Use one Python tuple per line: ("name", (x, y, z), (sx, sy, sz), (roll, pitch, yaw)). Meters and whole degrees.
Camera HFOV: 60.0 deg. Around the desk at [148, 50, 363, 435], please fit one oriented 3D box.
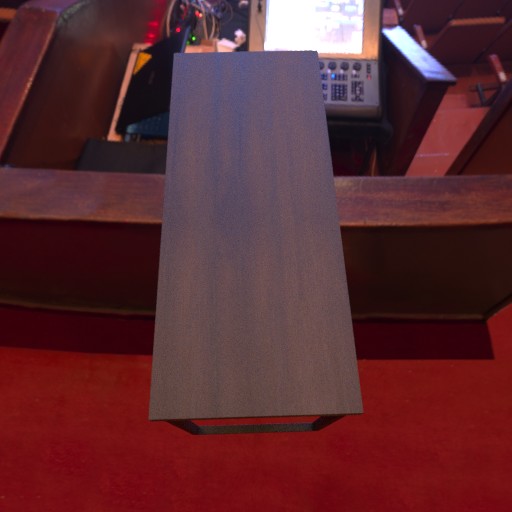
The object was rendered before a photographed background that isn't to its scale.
("desk", (0.000, 0.000, 1.555), (0.511, 0.752, 1.134), (-2, 65, -1))
